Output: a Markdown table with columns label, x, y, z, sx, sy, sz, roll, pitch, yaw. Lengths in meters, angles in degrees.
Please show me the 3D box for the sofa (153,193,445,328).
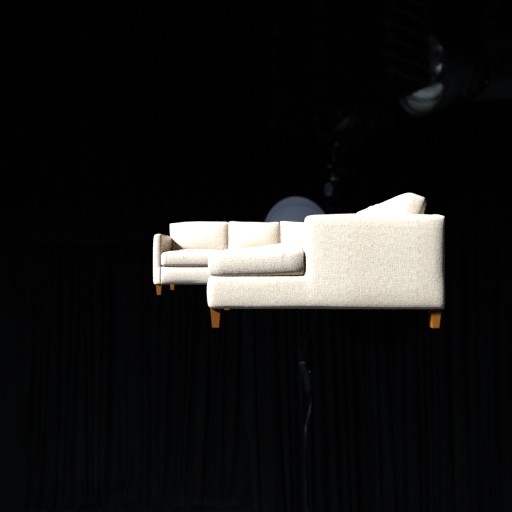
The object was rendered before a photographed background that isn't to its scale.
| label | x | y | z | sx | sy | sz | roll | pitch | yaw |
| --- | --- | --- | --- | --- | --- | --- | --- | --- | --- |
| sofa | 0.000 | 0.000 | 4.638 | 2.594 | 0.961 | 3.460 | 0 | 0 | 1 |
